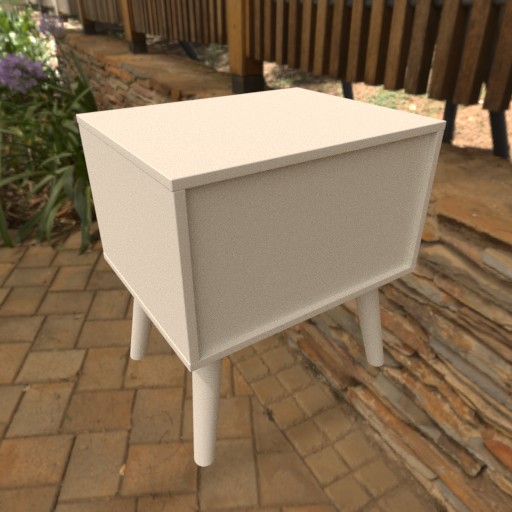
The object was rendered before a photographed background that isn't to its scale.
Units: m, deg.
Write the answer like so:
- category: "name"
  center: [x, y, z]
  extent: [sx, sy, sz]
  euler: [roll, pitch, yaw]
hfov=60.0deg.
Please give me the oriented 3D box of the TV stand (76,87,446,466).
- category: "TV stand"
  center: [0.000, 0.000, 0.915]
  extent: [0.508, 0.559, 0.405]
  euler: [-19, 35, -29]
